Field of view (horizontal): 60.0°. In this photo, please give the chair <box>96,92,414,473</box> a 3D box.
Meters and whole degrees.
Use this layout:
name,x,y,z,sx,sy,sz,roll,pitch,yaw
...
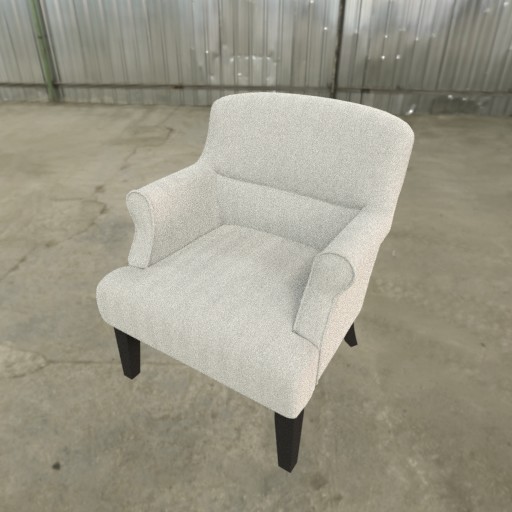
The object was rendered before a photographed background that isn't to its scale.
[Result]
name,x,y,z,sx,sy,sz,roll,pitch,yaw
chair,0.000,0.000,1.434,0.781,0.875,0.750,19,36,28
